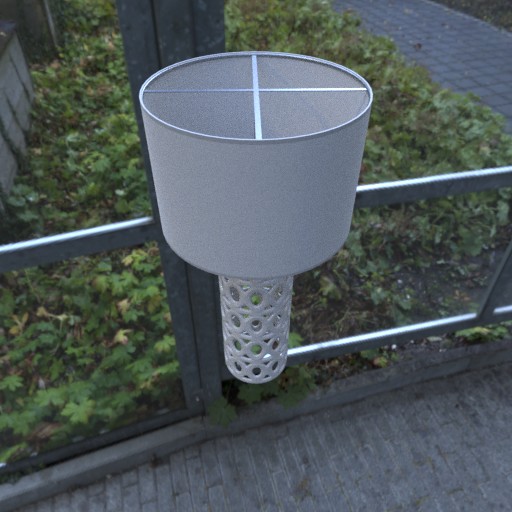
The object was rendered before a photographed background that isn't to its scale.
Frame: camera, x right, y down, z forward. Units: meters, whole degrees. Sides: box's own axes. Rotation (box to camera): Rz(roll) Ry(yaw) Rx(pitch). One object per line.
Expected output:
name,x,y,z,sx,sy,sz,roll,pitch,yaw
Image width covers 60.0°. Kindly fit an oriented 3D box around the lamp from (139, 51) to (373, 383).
lamp,0.000,0.000,0.838,0.324,0.636,0.325,-1,41,-1
